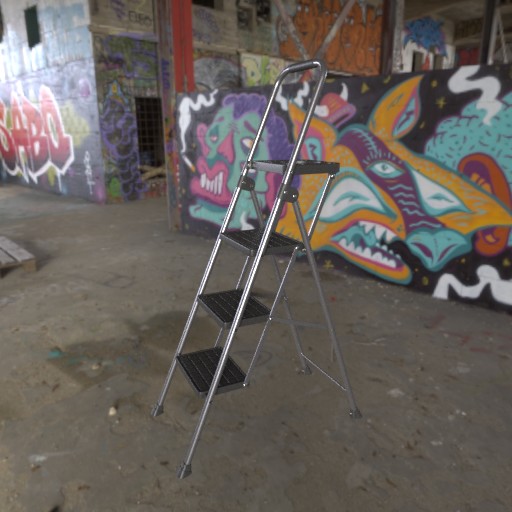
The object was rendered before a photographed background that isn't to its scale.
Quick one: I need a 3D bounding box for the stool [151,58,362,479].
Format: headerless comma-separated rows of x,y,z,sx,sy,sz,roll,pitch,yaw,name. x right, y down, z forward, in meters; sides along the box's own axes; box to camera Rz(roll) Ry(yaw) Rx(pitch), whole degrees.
0.000,0.000,1.547,0.733,1.277,0.396,-7,17,-25,stool
